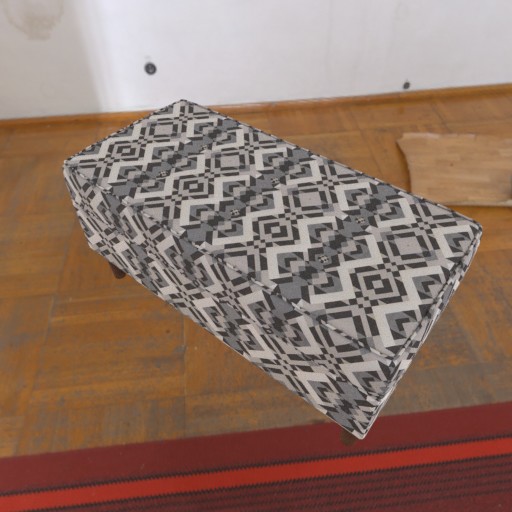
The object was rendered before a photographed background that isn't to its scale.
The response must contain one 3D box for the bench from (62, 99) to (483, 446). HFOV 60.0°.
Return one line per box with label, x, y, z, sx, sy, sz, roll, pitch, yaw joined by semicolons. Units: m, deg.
bench;0.000;0.000;1.281;1.016;0.477;0.492;30;53;25
